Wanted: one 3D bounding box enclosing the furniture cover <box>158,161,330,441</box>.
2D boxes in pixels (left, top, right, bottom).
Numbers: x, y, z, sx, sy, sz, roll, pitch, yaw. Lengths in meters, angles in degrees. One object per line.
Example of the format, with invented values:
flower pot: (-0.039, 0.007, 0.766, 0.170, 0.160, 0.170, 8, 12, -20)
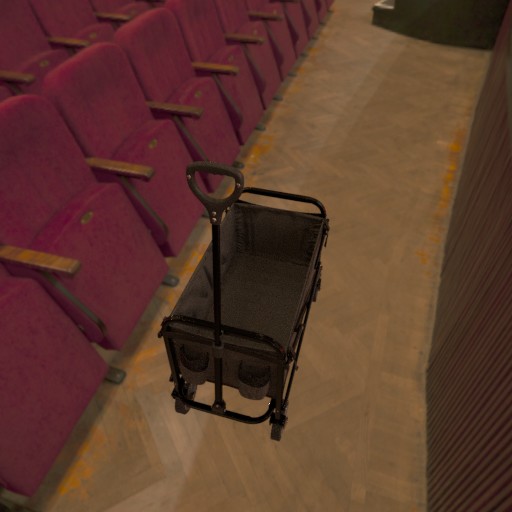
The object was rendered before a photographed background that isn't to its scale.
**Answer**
furniture cover: (0.000, 0.000, 1.808, 0.532, 1.295, 1.038, 11, 44, 12)
